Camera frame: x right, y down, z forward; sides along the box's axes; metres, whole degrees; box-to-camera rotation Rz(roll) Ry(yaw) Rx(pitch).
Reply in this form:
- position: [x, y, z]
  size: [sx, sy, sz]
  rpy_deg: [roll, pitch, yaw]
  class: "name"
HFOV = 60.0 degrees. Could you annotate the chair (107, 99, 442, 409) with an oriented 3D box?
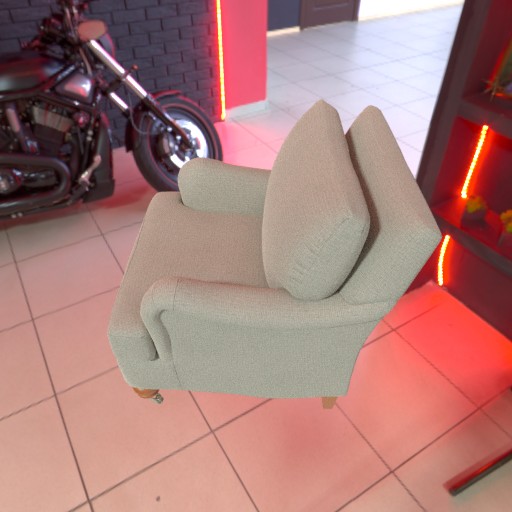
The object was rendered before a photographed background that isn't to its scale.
- position: [0.000, 0.000, 1.865]
  size: [1.070, 1.038, 0.955]
  rpy_deg: [1, 41, 1]
  class: "chair"
